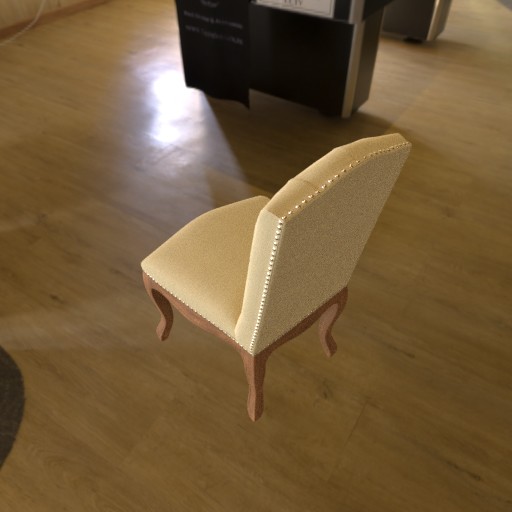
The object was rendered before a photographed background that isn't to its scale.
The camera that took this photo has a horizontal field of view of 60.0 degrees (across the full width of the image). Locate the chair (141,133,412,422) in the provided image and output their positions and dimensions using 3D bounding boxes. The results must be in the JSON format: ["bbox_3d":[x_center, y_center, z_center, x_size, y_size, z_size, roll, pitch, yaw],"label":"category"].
[{"bbox_3d":[0.000,0.000,1.586,0.623,1.165,0.715,-32,54,-27],"label":"chair"}]
